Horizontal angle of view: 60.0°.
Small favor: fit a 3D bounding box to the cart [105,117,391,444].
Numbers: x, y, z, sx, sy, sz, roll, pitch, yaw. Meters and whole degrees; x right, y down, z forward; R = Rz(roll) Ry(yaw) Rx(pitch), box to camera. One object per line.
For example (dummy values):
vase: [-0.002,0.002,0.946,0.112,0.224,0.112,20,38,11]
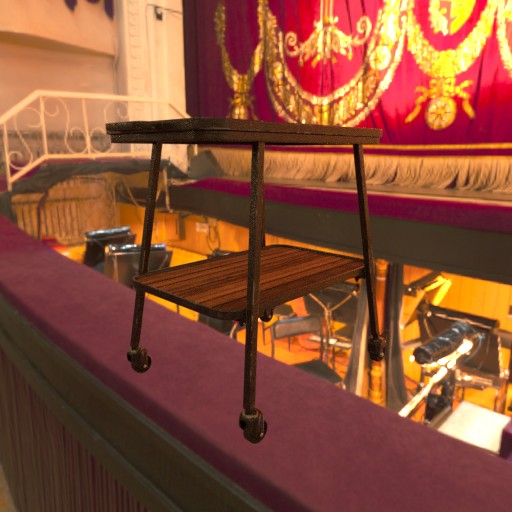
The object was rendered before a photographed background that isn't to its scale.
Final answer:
cart: [0.000,0.000,1.258,0.515,0.700,0.806,12,18,42]
